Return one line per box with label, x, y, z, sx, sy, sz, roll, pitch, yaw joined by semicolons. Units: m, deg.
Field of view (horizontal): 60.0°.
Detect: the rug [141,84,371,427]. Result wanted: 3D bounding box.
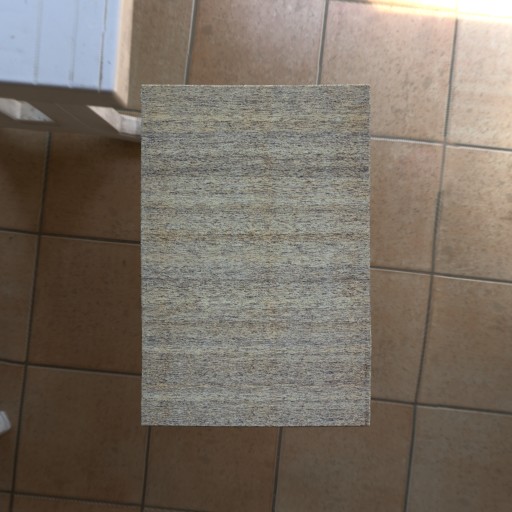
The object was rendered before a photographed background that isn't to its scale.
rug;0.000;0.000;2.391;1.243;0.014;1.846;0;90;0
